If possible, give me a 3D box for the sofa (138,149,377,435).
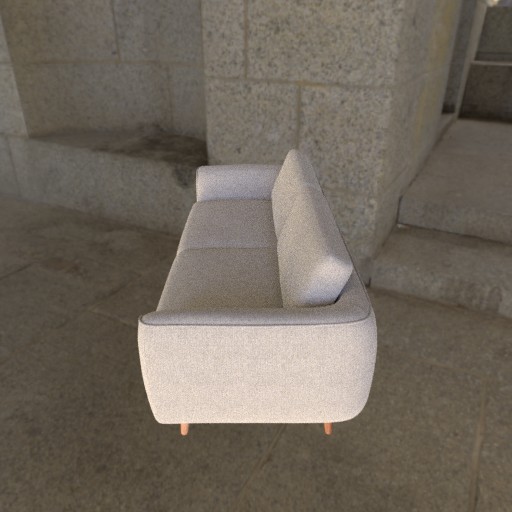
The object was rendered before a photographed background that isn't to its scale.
[{"bbox_3d":[0.000,0.000,2.471,0.920,0.850,2.000,0,27,0],"label":"sofa"}]
